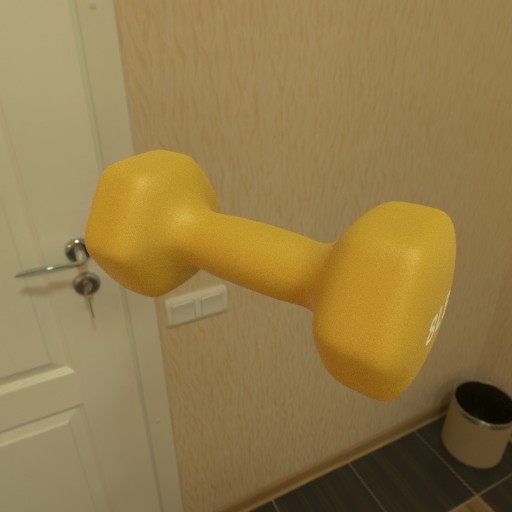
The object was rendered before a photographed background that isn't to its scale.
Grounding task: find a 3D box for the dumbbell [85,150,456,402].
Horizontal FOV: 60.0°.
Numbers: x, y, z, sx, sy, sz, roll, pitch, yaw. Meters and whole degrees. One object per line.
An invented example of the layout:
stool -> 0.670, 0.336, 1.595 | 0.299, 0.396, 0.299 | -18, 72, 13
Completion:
dumbbell -> 0.000, 0.000, 0.235 | 0.190, 0.082, 0.090 | 19, 34, 29
